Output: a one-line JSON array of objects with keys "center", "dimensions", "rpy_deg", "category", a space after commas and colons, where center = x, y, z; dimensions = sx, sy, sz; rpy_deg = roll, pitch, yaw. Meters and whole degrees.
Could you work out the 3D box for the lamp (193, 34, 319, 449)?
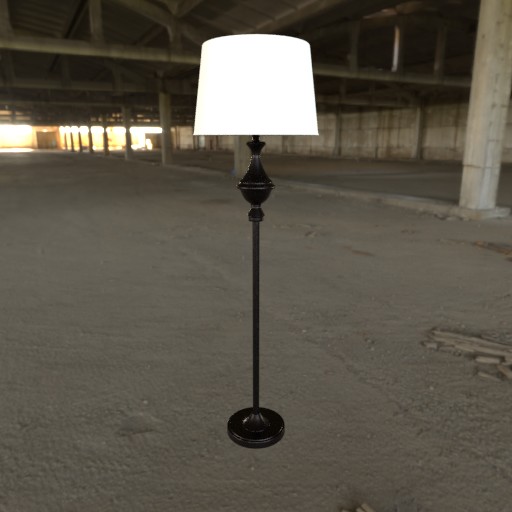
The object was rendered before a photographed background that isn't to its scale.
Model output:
[{"center": [0.000, 0.000, 1.646], "dimensions": [0.431, 1.484, 0.431], "rpy_deg": [0, 15, 0], "category": "lamp"}]
